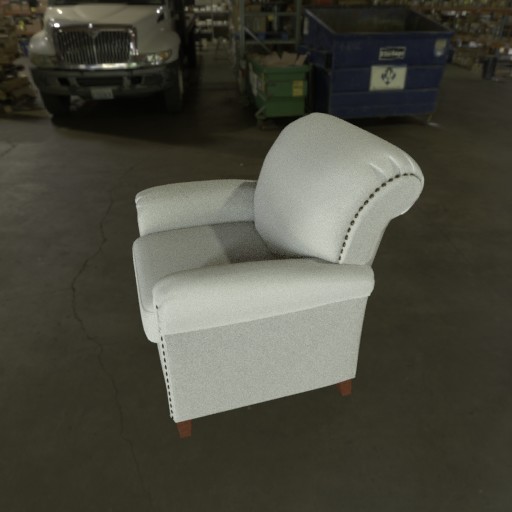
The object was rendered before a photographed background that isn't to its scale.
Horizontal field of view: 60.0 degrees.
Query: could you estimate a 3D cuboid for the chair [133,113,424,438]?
[{"bbox_3d":[0.000,0.000,1.674,0.890,0.927,0.854,-9,31,-15],"label":"chair"}]
